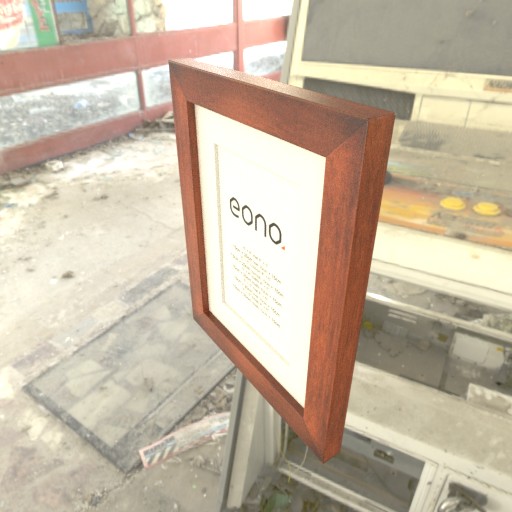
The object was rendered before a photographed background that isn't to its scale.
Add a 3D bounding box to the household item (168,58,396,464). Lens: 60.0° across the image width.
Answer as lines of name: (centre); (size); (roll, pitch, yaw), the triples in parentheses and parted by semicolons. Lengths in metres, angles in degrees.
household item: (0.000, 0.000, 0.333); (0.020, 0.250, 0.200); (-20, 37, -29)
